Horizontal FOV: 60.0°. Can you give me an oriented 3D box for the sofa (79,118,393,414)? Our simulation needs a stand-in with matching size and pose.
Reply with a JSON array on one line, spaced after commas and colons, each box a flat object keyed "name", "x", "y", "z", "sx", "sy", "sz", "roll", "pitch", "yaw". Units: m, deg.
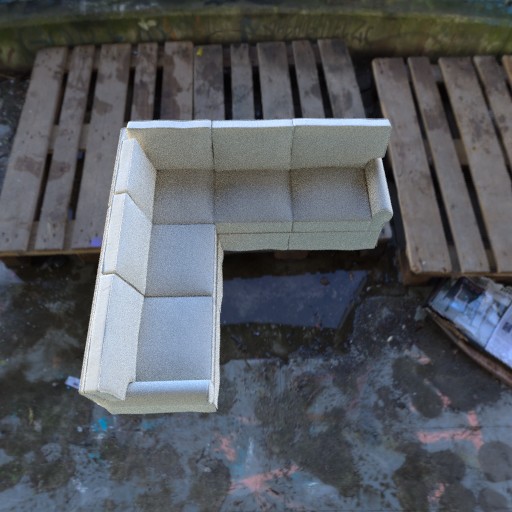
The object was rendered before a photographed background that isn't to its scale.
[{"name": "sofa", "x": 0.000, "y": 0.000, "z": 4.024, "sx": 2.597, "sy": 1.070, "sz": 2.591, "roll": -1, "pitch": 63, "yaw": -1}]
